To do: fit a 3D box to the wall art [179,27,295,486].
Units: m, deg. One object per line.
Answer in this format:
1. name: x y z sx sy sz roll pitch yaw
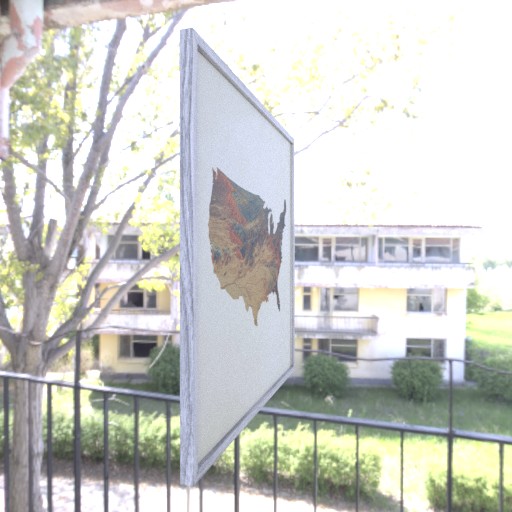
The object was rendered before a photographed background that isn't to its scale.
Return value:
1. wall art: 0.000 0.000 0.733 0.016 0.507 0.508 0 1 18
